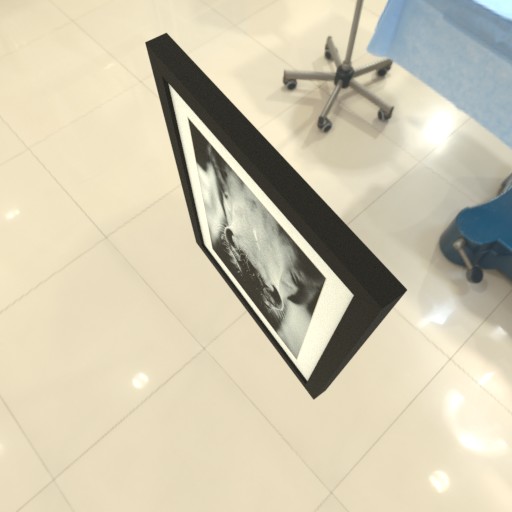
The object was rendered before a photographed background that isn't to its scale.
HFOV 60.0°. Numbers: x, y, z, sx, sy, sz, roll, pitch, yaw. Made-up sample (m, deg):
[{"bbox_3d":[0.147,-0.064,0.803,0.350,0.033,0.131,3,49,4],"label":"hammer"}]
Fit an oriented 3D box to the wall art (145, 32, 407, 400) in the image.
[{"bbox_3d":[0.000,0.000,0.546,0.024,0.404,0.329,-33,68,-15],"label":"wall art"}]
